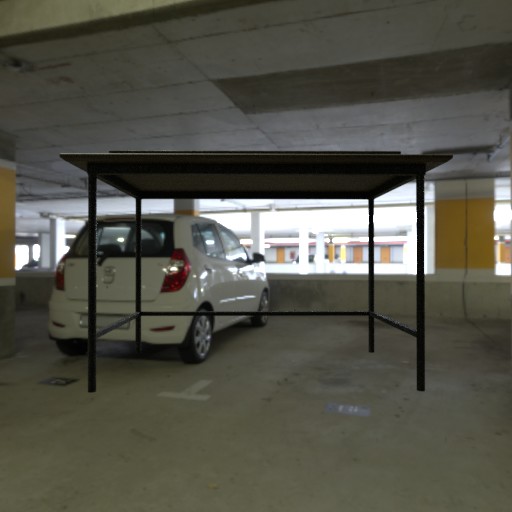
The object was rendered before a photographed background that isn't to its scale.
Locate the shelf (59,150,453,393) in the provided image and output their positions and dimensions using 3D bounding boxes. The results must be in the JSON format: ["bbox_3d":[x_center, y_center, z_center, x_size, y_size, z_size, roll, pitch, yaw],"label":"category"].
[{"bbox_3d":[0.000,0.000,1.706,1.212,0.865,0.685,0,0,-1],"label":"shelf"}]
